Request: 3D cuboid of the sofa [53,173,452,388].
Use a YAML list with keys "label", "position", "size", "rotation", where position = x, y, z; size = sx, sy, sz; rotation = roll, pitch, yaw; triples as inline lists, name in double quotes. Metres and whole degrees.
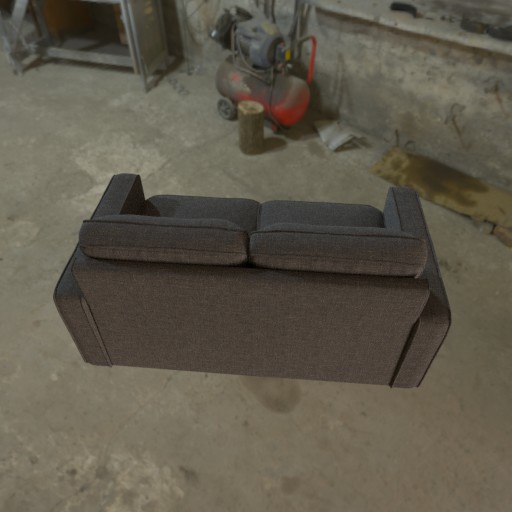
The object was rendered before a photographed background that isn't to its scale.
- label: "sofa"
  position: [0.000, 0.000, 2.268]
  size: [1.709, 0.918, 0.947]
  rotation: [3, 46, 3]
